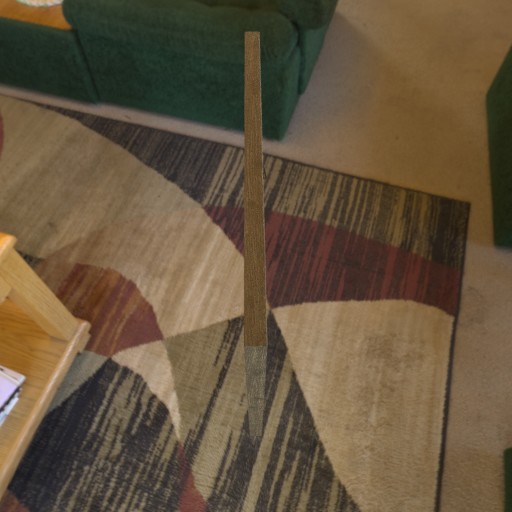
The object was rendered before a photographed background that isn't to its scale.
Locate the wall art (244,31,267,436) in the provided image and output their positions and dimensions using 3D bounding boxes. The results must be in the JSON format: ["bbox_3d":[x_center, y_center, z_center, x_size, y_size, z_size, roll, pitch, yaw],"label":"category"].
[{"bbox_3d":[0.000,0.000,0.702,0.027,0.459,0.462,-1,59,0],"label":"wall art"}]
